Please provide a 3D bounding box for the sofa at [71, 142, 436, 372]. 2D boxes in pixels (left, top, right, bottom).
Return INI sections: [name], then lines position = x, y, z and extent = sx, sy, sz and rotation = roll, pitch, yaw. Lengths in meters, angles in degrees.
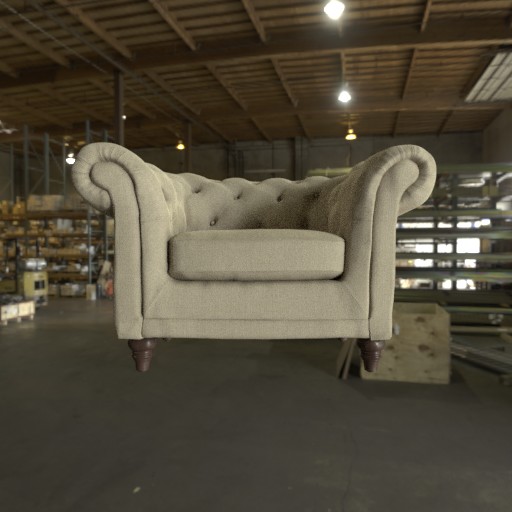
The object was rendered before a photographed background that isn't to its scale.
[sofa]
position = 0.000, 0.000, 2.105
extent = 1.405, 0.878, 1.034
rotation = 0, 1, 0
